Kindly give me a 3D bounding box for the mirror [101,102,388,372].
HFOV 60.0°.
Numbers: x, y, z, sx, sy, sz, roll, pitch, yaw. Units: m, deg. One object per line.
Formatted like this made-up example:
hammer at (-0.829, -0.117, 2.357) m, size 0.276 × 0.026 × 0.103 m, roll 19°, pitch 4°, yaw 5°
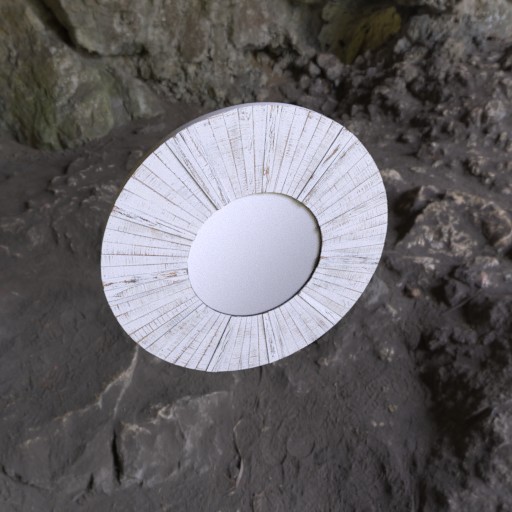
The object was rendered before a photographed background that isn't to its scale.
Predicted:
mirror at (0.000, 0.000, 1.378) m, size 0.914 × 0.914 × 0.038 m, roll -10°, pitch 33°, yaw -16°
